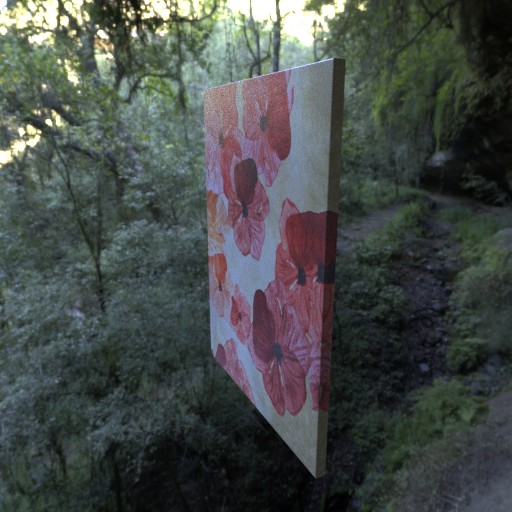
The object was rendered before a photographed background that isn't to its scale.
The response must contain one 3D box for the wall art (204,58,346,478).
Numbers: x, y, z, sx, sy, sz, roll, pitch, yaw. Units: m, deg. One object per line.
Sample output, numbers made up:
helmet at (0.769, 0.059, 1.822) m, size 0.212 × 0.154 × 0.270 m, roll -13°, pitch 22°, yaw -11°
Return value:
wall art at (0.000, 0.000, 1.356) m, size 0.031 × 1.015 × 0.762 m, roll -8°, pitch 17°, yaw -25°
